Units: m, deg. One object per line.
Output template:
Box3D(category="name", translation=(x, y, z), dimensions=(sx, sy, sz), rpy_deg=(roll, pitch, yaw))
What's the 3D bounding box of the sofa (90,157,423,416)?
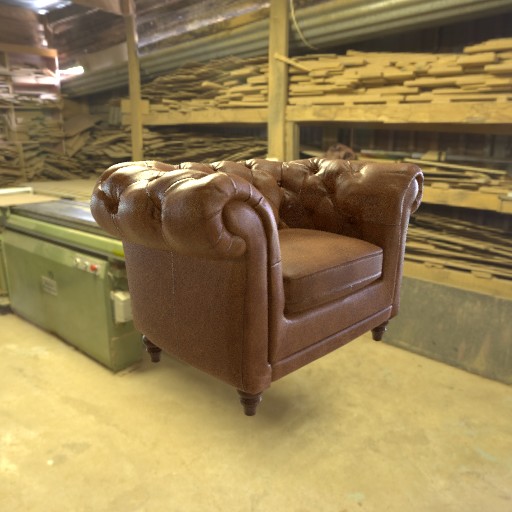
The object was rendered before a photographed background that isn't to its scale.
Box3D(category="sofa", translation=(0.000, 0.000, 2.077), dimensions=(1.405, 0.878, 1.033), rpy_deg=(-14, 20, -43))
